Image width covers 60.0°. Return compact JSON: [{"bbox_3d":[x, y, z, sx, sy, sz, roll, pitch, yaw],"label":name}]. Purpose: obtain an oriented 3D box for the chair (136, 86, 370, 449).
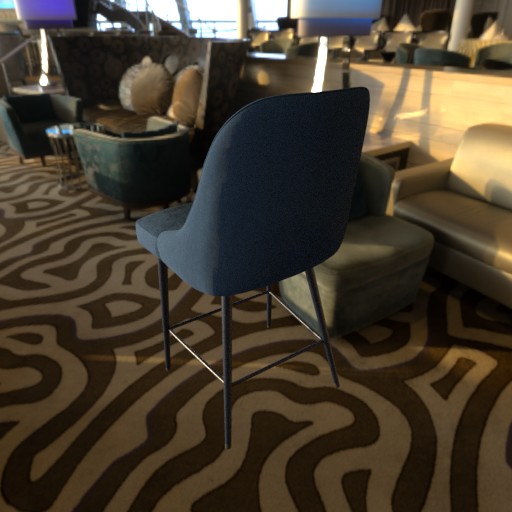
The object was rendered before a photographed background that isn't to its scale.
[{"bbox_3d":[0.000,0.000,1.242,0.526,0.927,0.489,-18,33,-30],"label":"chair"}]
